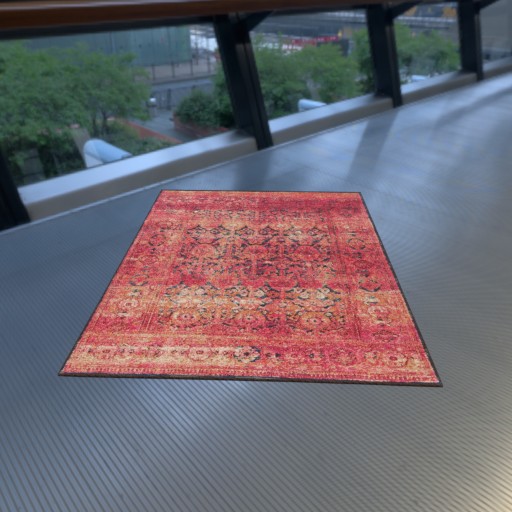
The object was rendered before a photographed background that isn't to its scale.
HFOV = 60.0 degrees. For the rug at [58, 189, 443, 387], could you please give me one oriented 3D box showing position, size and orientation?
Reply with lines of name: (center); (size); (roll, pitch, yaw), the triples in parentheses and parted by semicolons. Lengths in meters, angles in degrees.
rug: (0.000, 0.000, 4.050); (2.411, 0.020, 3.032); (1, 31, 2)
